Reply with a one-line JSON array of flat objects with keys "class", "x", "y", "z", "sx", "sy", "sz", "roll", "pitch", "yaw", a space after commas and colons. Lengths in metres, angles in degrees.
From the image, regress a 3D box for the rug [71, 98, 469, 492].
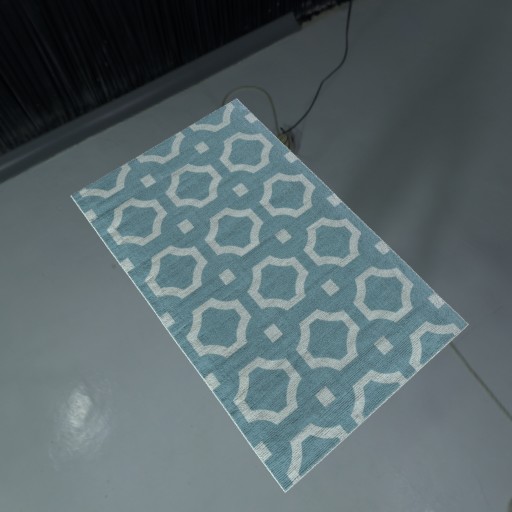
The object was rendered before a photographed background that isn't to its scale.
[{"class": "rug", "x": 0.000, "y": 0.000, "z": 3.027, "sx": 1.528, "sy": 0.015, "sz": 2.443, "roll": -36, "pitch": 70, "yaw": -15}]
